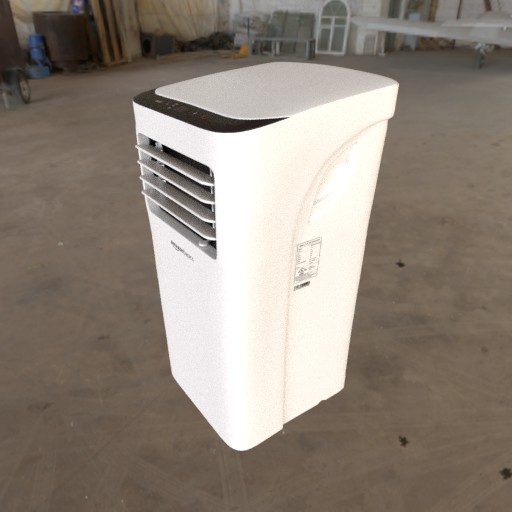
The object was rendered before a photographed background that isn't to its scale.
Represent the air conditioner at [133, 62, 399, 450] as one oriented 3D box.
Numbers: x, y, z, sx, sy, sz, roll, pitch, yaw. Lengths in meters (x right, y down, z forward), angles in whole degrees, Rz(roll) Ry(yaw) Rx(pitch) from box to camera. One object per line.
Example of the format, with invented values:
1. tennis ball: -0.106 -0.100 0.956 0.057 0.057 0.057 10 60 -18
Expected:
1. air conditioner: 0.000 0.000 0.927 0.369 0.716 0.352 -20 35 -31
